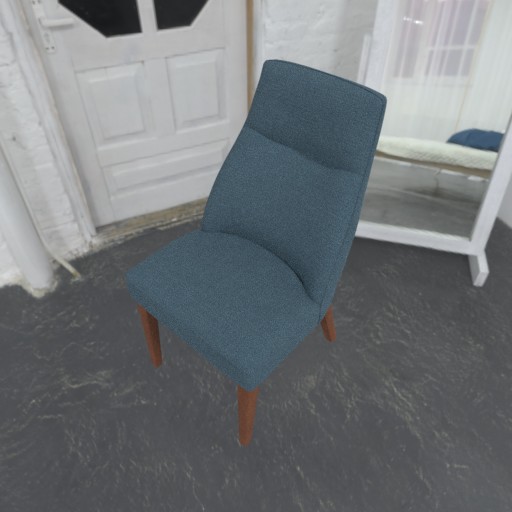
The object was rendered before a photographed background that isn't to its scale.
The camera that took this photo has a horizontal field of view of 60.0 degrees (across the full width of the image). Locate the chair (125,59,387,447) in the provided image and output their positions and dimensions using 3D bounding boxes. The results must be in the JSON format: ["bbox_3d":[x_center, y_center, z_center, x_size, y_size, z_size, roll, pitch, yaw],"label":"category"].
[{"bbox_3d":[0.000,0.000,1.325,0.500,0.930,0.620,32,53,28],"label":"chair"}]
